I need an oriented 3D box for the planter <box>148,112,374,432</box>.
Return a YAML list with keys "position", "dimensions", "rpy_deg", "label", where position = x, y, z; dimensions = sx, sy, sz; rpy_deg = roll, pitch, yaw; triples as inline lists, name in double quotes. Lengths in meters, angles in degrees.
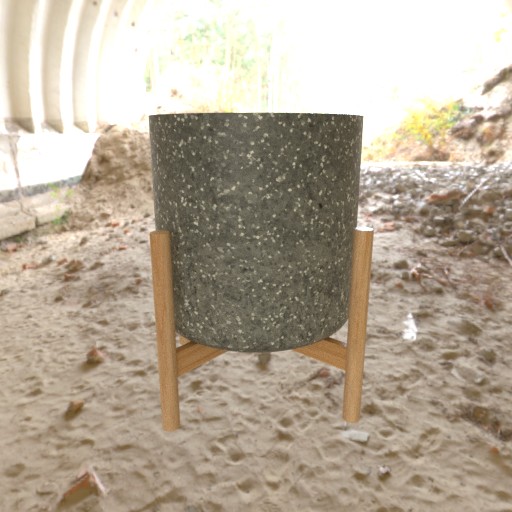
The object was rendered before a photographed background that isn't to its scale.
- position: [0.000, 0.000, 0.697]
  dimensions: [0.360, 0.419, 0.360]
  rpy_deg: [-8, 18, -25]
  label: "planter"
